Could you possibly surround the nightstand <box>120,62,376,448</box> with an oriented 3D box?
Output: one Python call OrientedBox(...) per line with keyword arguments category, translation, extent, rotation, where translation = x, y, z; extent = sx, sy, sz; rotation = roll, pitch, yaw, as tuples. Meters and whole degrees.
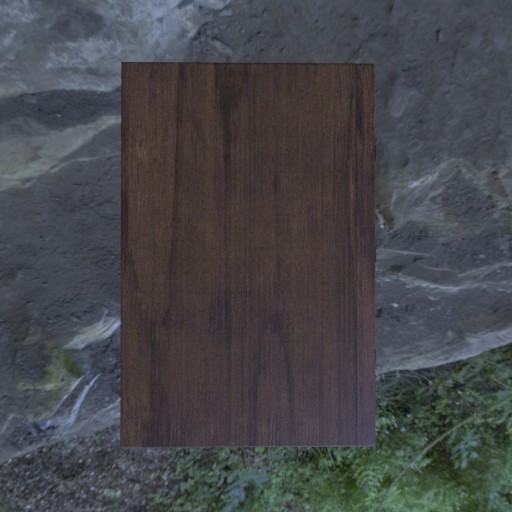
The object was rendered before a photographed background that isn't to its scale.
OrientedBox(category="nightstand", translation=(0.000, 0.000, 1.006), extent=(0.437, 0.610, 0.610), rotation=(0, 90, -1))
